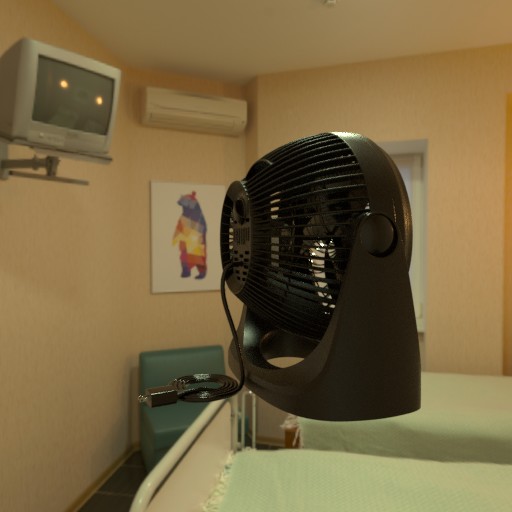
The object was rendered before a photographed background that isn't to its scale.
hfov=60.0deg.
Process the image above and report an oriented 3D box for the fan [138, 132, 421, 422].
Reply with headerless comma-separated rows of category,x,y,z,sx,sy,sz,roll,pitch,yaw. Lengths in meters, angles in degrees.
fan,0.000,0.000,0.484,0.256,0.277,0.273,0,1,-19
